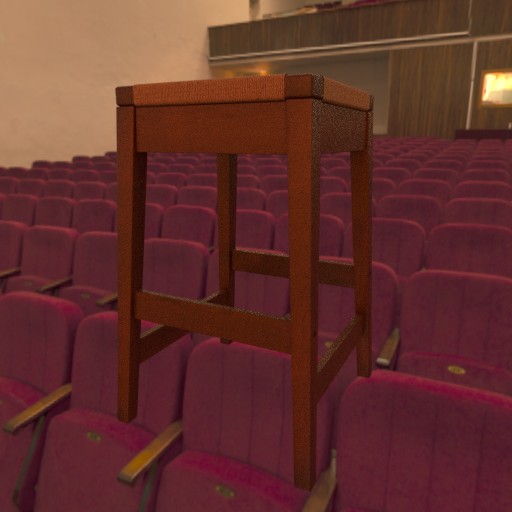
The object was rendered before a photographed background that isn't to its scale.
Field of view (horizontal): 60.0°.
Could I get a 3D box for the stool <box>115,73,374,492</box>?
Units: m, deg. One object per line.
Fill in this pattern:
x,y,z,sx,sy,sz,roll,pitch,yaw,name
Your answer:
0.000,0.000,1.084,0.497,0.762,0.507,7,17,26,stool
